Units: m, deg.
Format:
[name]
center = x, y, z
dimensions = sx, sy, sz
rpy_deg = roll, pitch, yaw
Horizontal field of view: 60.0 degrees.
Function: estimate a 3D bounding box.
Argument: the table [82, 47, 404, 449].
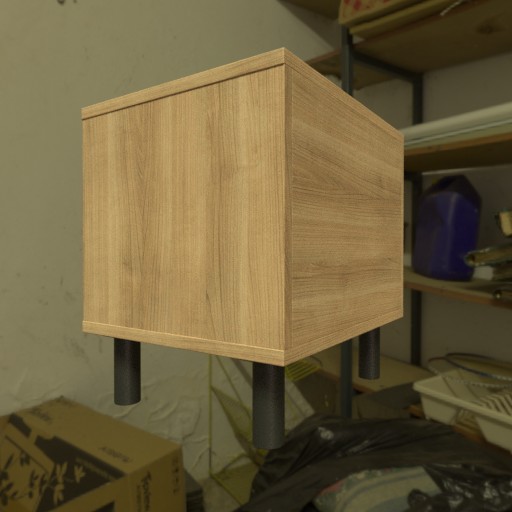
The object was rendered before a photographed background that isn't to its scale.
[table]
center = 0.000, 0.000, 0.774
dimensions = 0.380, 0.460, 0.445
rpy_deg = 0, 1, 35
